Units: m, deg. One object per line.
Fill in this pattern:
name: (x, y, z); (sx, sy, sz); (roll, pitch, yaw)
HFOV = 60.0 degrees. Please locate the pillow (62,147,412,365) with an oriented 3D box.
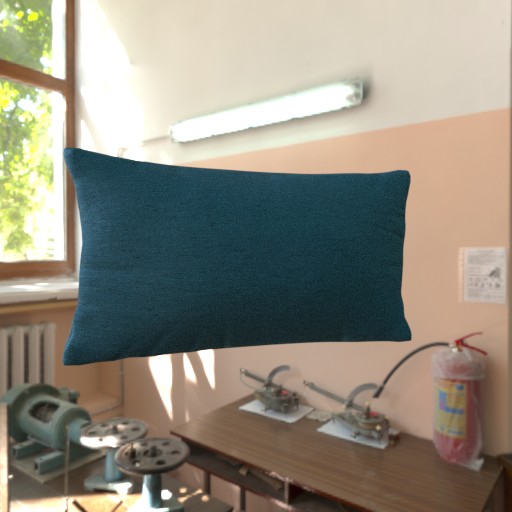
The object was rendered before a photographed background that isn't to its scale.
pillow: (0.000, 0.000, 0.786); (0.633, 0.338, 0.210); (0, 1, -18)
